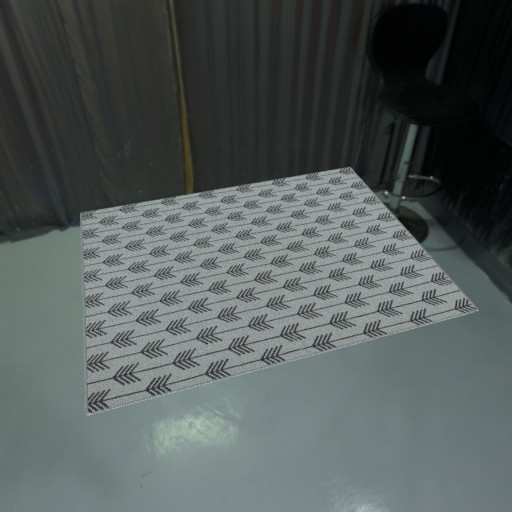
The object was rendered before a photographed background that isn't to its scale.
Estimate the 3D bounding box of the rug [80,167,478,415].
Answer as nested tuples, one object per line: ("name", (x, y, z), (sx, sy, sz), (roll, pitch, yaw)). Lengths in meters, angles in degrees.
("rug", (0.000, 0.000, 4.069), (3.061, 0.010, 2.330), (-12, 43, -13))
